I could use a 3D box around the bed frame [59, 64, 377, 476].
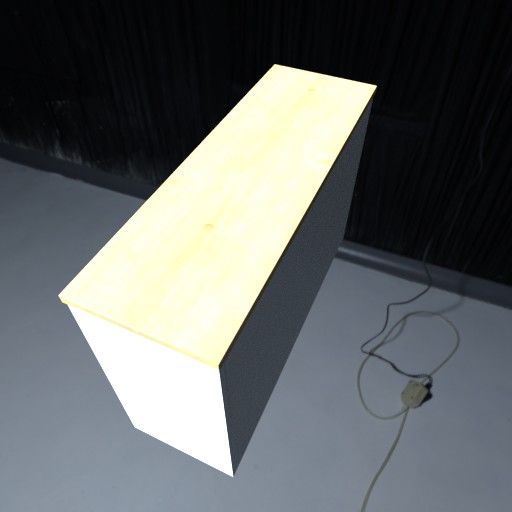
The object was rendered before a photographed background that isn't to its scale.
[{"bbox_3d":[0.000,0.000,1.697,0.430,0.850,1.300,19,51,16],"label":"bed frame"}]
